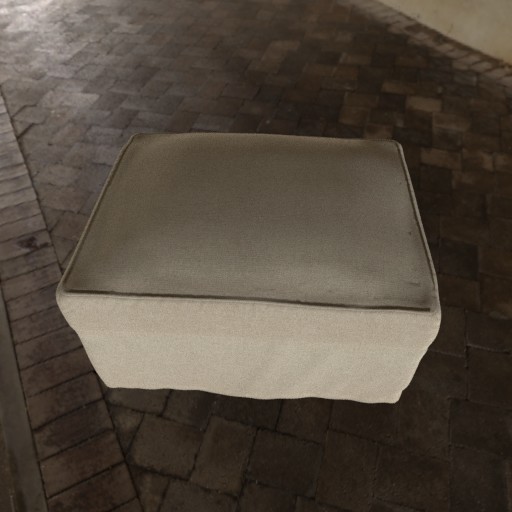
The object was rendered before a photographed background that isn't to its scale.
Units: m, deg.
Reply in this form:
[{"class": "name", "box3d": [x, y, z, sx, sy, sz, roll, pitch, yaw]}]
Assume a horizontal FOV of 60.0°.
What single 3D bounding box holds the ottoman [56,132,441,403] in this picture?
[{"class": "ottoman", "box3d": [0.000, 0.000, 1.266, 0.833, 0.485, 0.650, 3, 48, 2]}]
